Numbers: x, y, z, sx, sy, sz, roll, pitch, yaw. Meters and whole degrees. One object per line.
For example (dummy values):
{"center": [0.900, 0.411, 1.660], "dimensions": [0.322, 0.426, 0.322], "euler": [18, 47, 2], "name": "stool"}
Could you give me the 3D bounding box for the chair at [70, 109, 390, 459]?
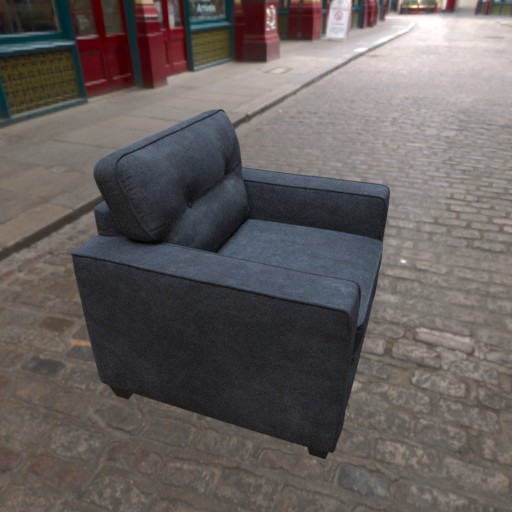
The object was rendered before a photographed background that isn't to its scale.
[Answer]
{"center": [0.000, 0.000, 1.766], "dimensions": [0.939, 0.965, 1.015], "euler": [10, 31, 18], "name": "chair"}
